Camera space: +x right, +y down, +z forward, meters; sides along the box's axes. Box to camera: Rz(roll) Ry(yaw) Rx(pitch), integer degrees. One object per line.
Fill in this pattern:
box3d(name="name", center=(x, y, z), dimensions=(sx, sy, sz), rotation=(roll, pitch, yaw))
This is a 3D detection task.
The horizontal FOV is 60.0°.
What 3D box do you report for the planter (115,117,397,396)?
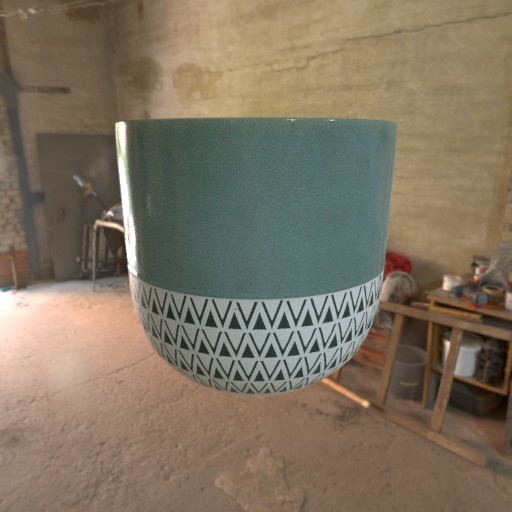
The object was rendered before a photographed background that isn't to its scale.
box3d(name="planter", center=(0.000, 0.000, 0.470), dimensions=(0.266, 0.270, 0.266), rotation=(0, 15, 0))
